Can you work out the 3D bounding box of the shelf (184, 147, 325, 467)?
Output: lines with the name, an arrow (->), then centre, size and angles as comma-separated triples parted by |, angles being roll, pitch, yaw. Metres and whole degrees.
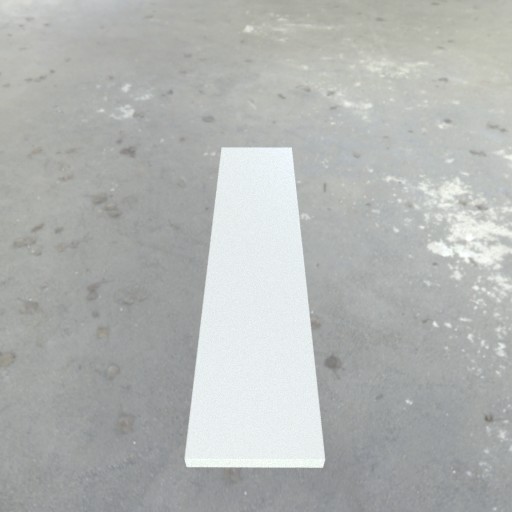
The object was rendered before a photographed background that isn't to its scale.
shelf -> 0.000, 0.000, 0.668 | 0.140, 0.020, 0.610 | 0, 43, 0
